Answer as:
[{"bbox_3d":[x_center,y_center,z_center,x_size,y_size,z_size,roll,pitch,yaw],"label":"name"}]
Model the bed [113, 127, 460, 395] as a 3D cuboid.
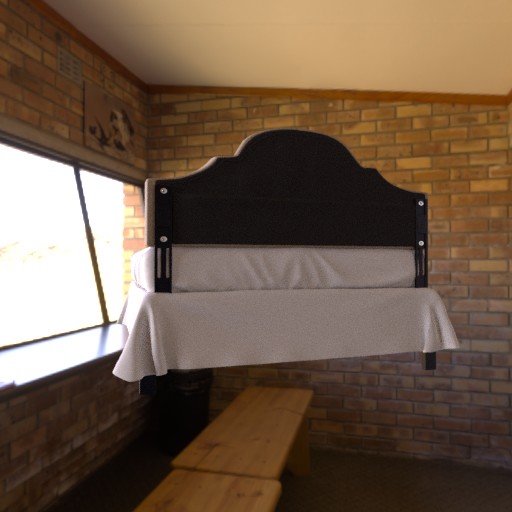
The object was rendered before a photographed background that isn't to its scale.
[{"bbox_3d":[0.000,0.000,3.774,2.303,1.631,2.222,0,-1,-18],"label":"bed"}]
